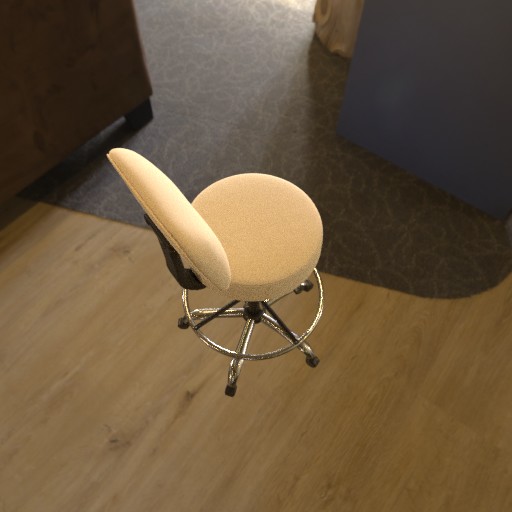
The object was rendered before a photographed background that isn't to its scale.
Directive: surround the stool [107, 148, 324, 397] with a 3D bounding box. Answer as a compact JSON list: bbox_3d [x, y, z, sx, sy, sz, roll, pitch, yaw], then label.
[{"bbox_3d":[0.000,0.000,1.445,0.616,1.080,0.609,-32,63,-18],"label":"stool"}]
